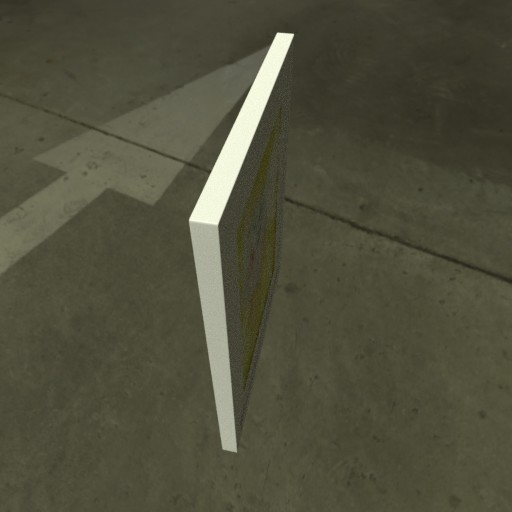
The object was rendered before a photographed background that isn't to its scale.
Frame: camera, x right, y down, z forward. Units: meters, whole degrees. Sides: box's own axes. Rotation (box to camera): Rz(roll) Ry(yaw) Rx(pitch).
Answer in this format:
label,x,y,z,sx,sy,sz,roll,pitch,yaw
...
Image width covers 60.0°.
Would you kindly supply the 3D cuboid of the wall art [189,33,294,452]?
label,x,y,z,sx,sy,sz,roll,pitch,yaw
wall art,0.000,0.000,0.749,0.028,0.556,0.454,9,47,8
